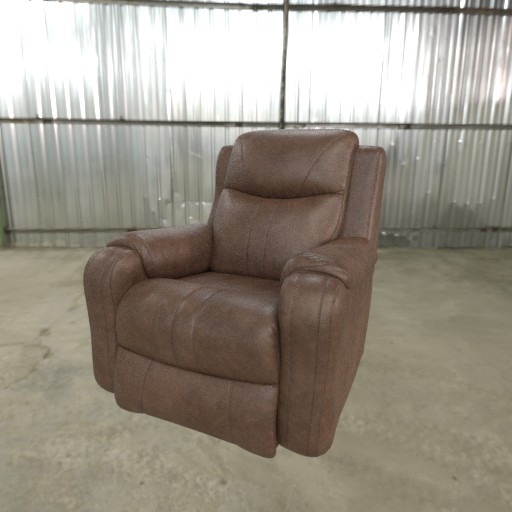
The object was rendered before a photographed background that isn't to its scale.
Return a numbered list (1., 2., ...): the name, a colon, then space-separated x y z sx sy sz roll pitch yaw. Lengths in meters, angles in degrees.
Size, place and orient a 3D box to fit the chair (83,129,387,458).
1. chair: 0.000 0.000 1.762 0.940 0.990 1.067 7 16 26
